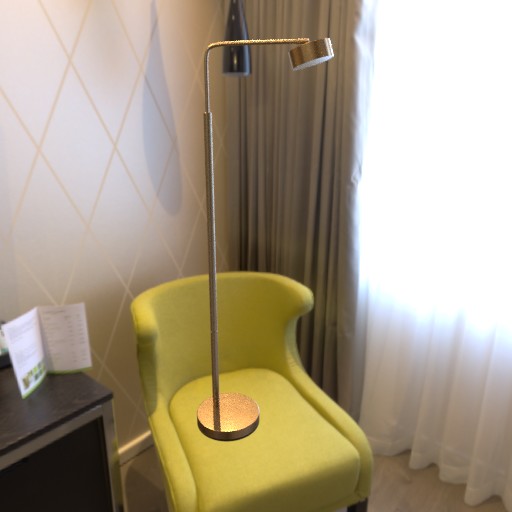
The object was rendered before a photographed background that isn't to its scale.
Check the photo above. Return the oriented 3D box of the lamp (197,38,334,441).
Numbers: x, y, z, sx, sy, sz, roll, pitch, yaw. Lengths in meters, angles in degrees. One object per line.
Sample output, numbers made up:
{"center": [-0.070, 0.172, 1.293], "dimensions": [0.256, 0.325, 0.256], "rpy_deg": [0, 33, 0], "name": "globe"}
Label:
{"center": [0.000, 0.000, 1.378], "dimensions": [0.418, 1.230, 0.219], "rpy_deg": [3, 17, 10], "name": "lamp"}
